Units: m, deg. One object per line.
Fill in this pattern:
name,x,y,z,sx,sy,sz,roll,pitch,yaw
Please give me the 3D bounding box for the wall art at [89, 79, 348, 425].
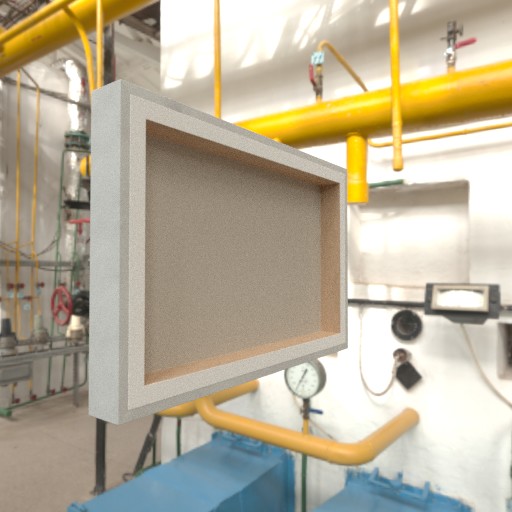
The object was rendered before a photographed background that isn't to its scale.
wall art,0.000,0.000,0.487,0.038,0.254,0.381,-1,-2,37
